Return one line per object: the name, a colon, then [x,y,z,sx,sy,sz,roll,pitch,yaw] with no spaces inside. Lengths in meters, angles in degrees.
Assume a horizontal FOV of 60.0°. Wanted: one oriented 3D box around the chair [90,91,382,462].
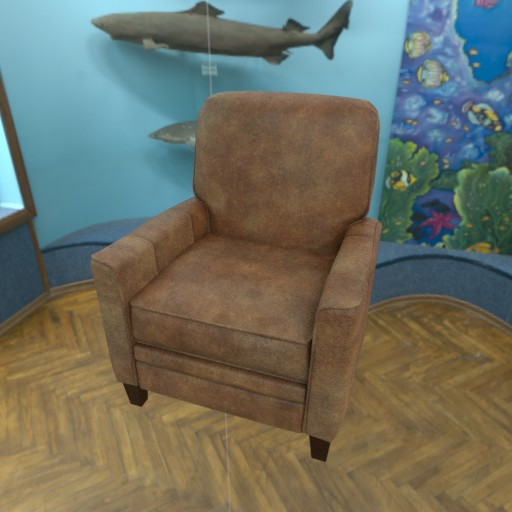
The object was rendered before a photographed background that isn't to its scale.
chair: [0.000,0.000,1.627,0.843,1.043,0.836,10,30,17]
